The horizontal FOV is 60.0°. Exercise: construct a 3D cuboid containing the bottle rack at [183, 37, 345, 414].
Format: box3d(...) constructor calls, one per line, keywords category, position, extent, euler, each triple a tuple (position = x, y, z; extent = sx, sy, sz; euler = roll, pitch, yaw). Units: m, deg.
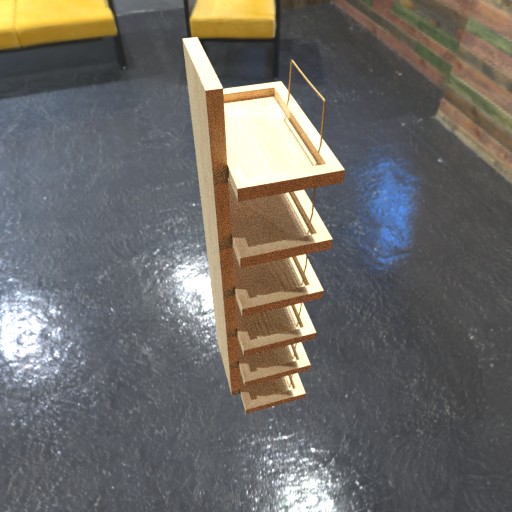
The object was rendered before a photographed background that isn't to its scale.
box3d(category="bottle rack", position=(0.000, 0.000, 1.057), extent=(0.206, 0.943, 0.330), euler=(-12, 48, -11))
